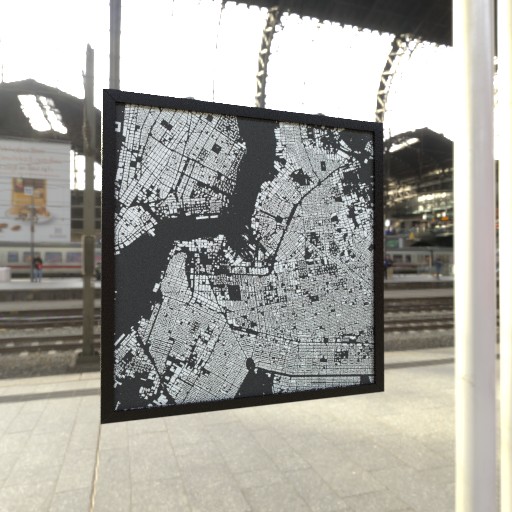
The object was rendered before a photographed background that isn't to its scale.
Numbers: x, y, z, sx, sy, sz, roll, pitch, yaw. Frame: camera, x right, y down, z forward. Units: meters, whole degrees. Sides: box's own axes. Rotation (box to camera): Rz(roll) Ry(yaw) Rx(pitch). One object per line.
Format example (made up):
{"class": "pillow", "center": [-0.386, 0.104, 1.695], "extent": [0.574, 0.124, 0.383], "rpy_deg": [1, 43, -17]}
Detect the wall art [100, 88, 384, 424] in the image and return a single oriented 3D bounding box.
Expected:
{"class": "wall art", "center": [0.000, 0.000, 1.144], "extent": [0.755, 0.761, 0.038], "rpy_deg": [0, -1, -20]}
